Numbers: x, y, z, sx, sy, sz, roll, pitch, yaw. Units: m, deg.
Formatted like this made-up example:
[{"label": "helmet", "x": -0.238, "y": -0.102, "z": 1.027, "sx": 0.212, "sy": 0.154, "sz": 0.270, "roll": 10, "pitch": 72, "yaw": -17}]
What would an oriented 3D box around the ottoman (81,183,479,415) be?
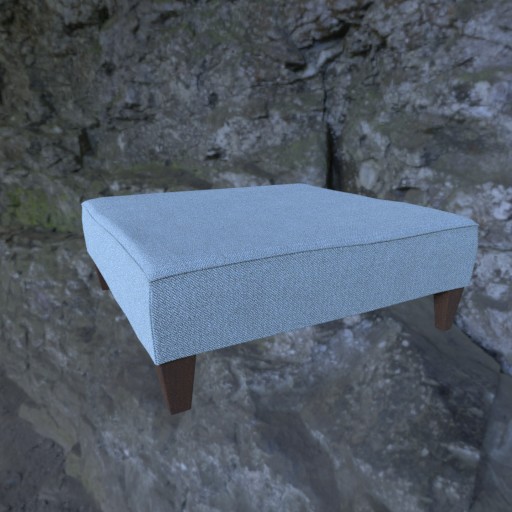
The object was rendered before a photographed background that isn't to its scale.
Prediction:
[{"label": "ottoman", "x": 0.000, "y": 0.000, "z": 1.534, "sx": 1.004, "sy": 0.379, "sz": 0.968, "roll": -9, "pitch": 19, "yaw": -27}]
